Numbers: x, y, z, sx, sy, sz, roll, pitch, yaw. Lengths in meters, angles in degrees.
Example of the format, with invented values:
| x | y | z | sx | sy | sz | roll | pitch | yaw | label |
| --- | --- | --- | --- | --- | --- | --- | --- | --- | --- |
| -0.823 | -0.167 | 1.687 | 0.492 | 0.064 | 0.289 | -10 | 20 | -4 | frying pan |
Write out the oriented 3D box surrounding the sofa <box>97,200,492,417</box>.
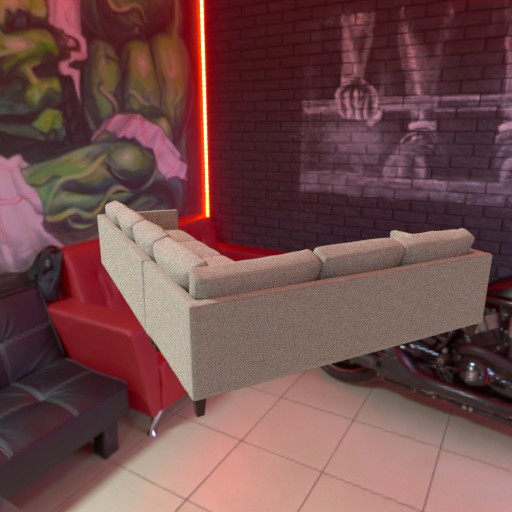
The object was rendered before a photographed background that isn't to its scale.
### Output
| x | y | z | sx | sy | sz | roll | pitch | yaw | label |
| --- | --- | --- | --- | --- | --- | --- | --- | --- | --- |
| 0.000 | 0.000 | 4.251 | 2.432 | 0.863 | 3.182 | -8 | 17 | -26 | sofa |
